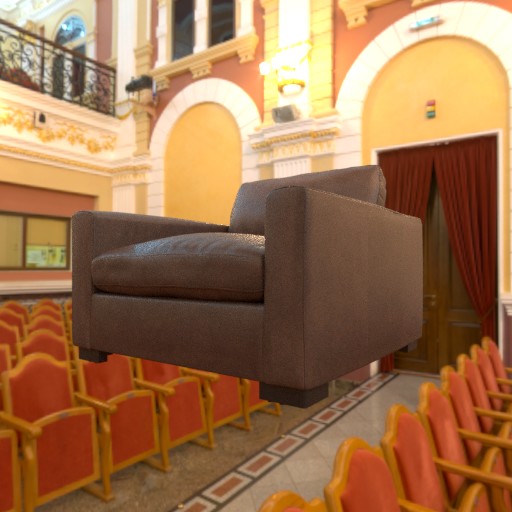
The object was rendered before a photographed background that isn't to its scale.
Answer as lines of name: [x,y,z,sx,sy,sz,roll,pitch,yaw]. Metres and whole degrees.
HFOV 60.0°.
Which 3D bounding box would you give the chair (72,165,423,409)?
chair: [0.000,0.000,1.833,1.100,0.812,1.069,-1,-1,36]
